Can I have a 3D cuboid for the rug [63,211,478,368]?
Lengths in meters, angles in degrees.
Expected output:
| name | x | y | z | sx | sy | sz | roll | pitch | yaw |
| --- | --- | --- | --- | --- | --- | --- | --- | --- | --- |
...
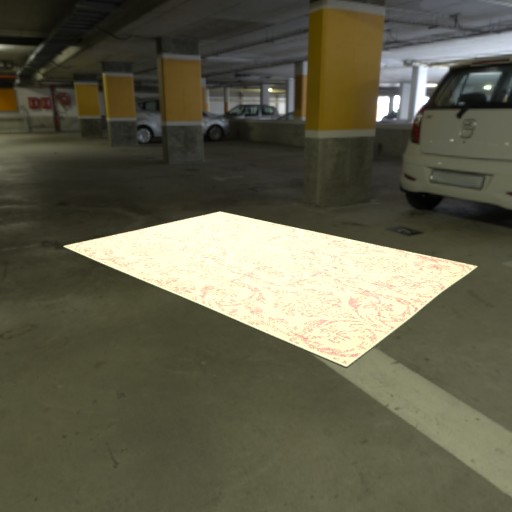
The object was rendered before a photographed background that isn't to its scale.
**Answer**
| name | x | y | z | sx | sy | sz | roll | pitch | yaw |
| --- | --- | --- | --- | --- | --- | --- | --- | --- | --- |
| rug | 0.000 | 0.000 | 3.490 | 2.746 | 0.018 | 1.819 | 16 | 24 | 40 |
